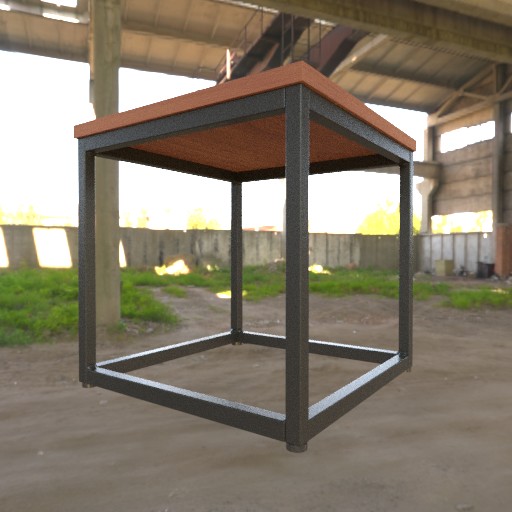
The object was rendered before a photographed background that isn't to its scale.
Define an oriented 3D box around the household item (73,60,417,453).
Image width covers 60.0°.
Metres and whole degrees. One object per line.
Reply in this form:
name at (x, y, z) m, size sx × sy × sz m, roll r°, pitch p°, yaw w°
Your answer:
household item at (0.000, 0.000, 0.726) m, size 0.400 × 0.400 × 0.400 m, roll 1°, pitch 1°, yaw 36°
